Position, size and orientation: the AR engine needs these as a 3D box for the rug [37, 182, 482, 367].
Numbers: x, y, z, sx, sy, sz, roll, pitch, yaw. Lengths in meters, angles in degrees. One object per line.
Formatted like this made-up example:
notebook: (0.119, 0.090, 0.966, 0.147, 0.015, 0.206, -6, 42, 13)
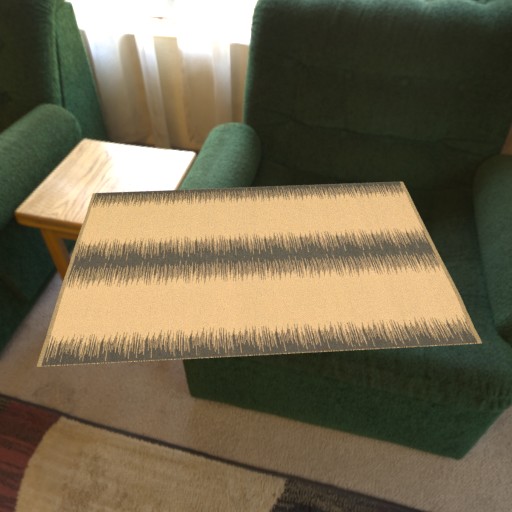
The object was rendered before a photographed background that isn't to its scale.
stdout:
rug: (0.000, 0.000, 2.955, 2.453, 0.003, 1.519, -2, 45, -2)
